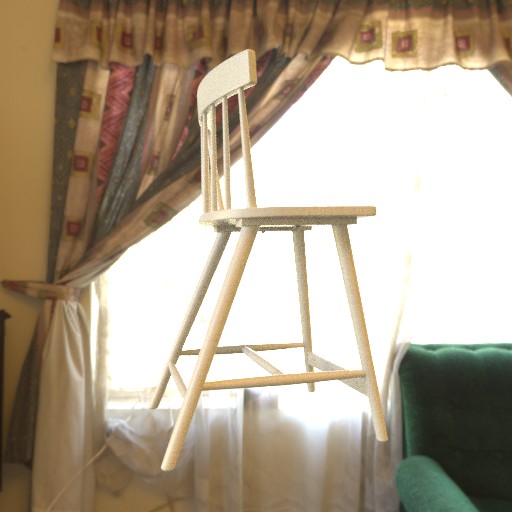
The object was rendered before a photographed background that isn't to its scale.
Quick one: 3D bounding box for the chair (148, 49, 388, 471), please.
[{"bbox_3d":[0.000,0.000,1.267,0.572,0.952,0.483,0,0,-17],"label":"chair"}]
